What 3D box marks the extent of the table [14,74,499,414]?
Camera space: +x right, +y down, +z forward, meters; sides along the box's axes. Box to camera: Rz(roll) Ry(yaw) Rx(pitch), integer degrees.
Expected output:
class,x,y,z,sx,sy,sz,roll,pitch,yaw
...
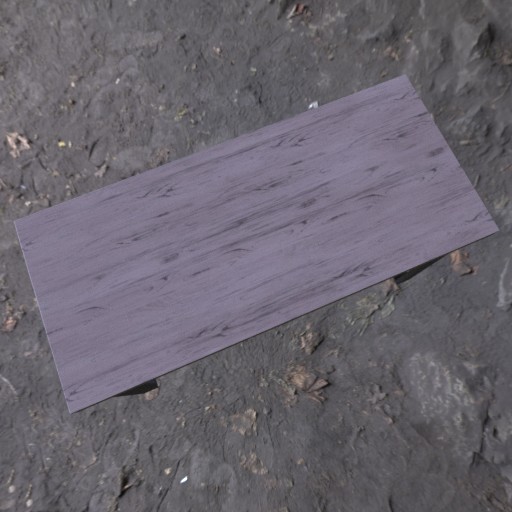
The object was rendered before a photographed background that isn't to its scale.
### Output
class,x,y,z,sx,sy,sz,roll,pitch,yaw
table,0.000,0.000,2.208,1.778,0.899,0.795,-22,76,-6
